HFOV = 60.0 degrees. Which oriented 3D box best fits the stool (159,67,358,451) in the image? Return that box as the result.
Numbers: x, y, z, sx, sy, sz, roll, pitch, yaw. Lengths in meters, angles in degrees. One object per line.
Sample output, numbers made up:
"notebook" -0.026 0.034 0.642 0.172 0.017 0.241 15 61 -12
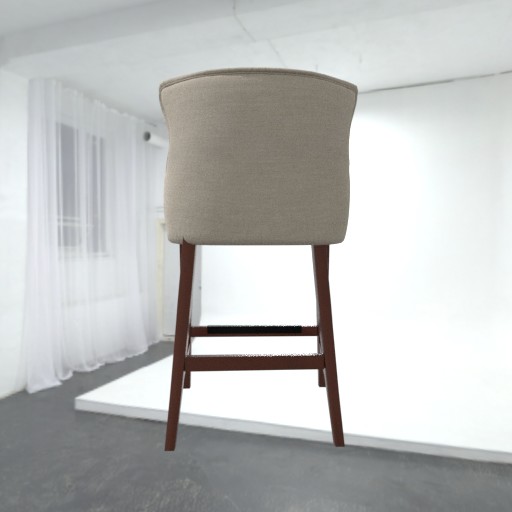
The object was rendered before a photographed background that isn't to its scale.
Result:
"stool" 0.000 0.000 1.393 0.615 0.987 0.637 0 0 -2
